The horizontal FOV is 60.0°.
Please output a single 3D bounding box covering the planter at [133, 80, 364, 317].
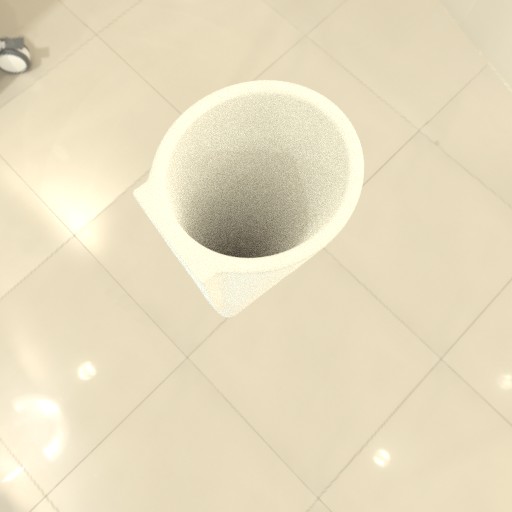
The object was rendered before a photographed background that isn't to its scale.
[{"bbox_3d":[0.000,0.000,0.219,0.064,0.193,0.057,-37,79,-9],"label":"planter"}]
